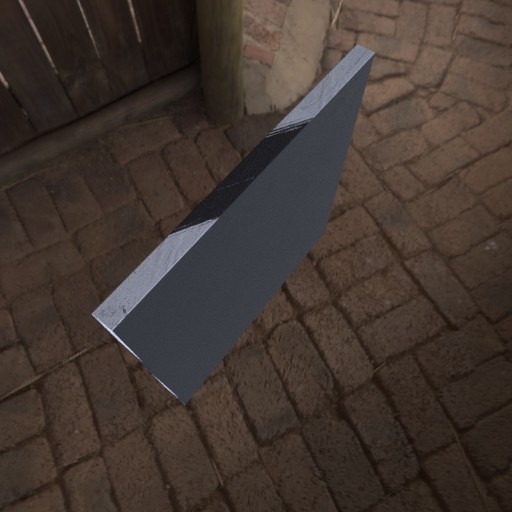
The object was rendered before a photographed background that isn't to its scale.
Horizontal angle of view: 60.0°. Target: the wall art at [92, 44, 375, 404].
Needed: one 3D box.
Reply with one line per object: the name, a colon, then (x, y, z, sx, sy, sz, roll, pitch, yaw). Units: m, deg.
wall art: (0.000, 0.000, 1.148, 0.046, 0.765, 0.765, 35, 68, 16)
